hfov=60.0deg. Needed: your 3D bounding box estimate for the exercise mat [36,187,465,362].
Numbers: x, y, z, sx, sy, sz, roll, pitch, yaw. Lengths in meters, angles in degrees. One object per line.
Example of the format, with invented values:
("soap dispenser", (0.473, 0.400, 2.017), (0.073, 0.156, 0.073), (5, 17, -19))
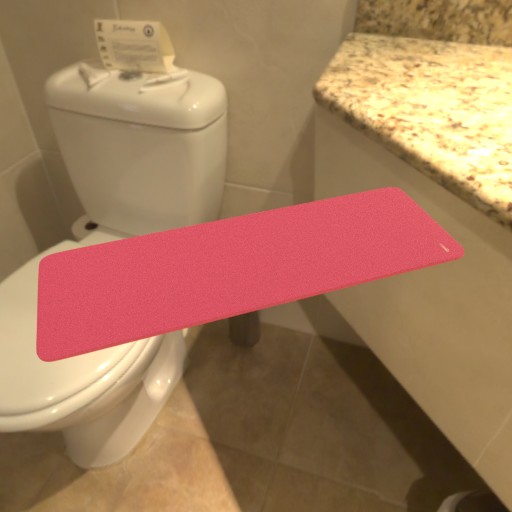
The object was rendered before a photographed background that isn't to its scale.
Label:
("exercise mat", (0.000, 0.000, 2.034), (1.884, 0.021, 0.616), (-13, 43, -14))
